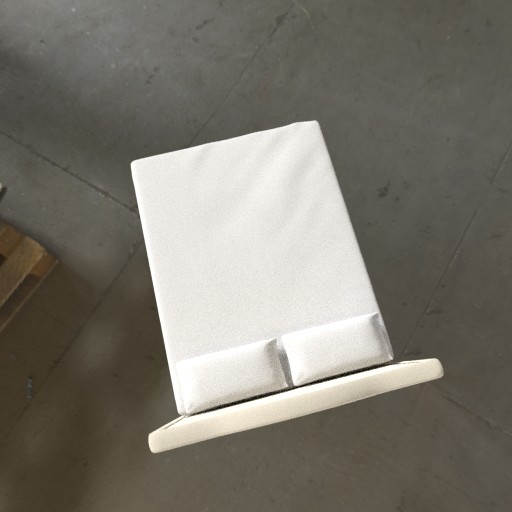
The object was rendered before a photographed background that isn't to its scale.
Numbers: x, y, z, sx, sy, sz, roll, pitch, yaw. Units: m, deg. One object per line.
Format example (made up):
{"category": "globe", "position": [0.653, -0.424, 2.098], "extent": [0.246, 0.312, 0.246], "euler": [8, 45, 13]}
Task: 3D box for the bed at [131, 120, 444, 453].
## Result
{"category": "bed", "position": [0.000, 0.000, 3.308], "extent": [1.741, 1.449, 2.196], "euler": [-14, 75, -4]}
